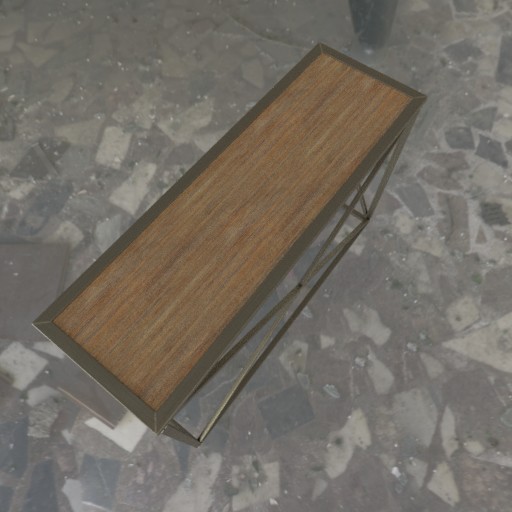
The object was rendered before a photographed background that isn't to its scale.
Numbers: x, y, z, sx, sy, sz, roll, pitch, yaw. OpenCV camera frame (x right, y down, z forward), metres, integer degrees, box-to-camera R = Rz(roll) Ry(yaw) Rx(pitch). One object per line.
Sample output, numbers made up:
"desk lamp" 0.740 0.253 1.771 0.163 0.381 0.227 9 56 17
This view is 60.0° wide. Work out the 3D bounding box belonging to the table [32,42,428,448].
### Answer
"table" 0.000 0.000 1.537 0.402 0.753 1.216 34 69 15
